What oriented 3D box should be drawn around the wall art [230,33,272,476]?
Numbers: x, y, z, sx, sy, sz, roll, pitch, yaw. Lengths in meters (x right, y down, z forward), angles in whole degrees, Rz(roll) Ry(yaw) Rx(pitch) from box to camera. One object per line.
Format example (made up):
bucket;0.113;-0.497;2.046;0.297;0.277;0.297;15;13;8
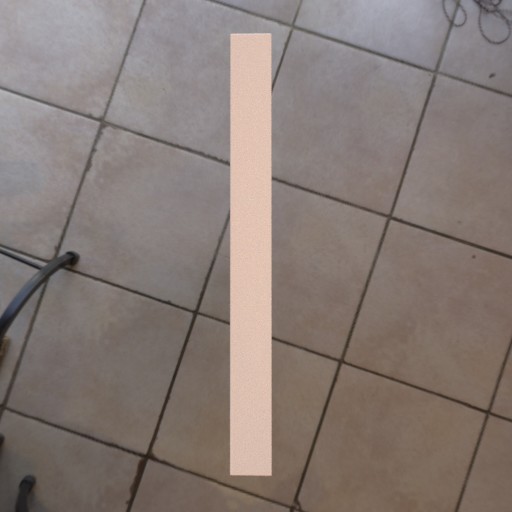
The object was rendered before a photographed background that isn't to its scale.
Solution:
wall art;0.000;0.000;0.610;0.038;0.406;0.406;0;89;1
